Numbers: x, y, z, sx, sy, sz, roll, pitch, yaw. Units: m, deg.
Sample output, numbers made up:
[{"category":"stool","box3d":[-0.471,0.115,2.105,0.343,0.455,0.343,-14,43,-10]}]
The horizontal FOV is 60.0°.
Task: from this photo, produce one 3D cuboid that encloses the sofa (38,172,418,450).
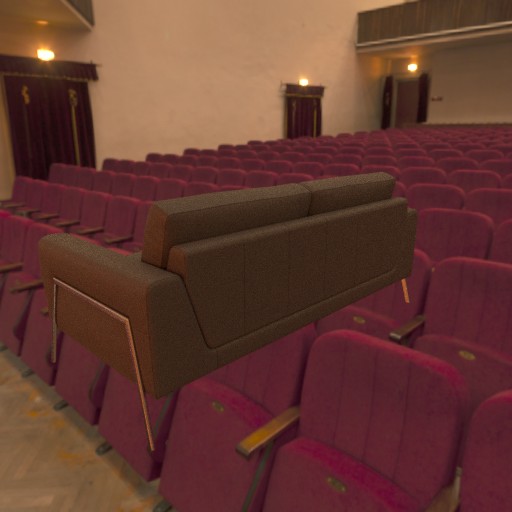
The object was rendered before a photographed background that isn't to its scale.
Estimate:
[{"category":"sofa","box3d":[0.000,0.000,2.495,0.953,0.875,2.017,15,22,42]}]
